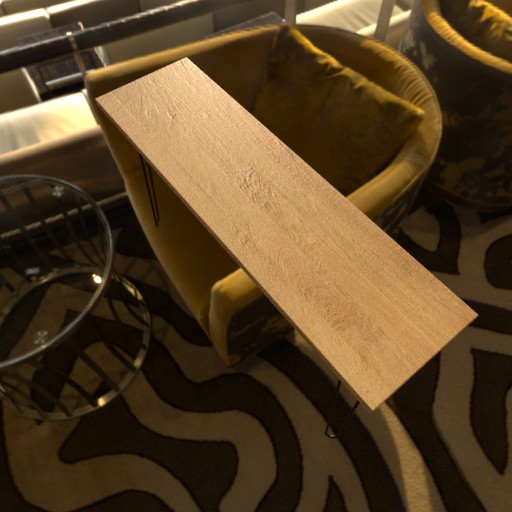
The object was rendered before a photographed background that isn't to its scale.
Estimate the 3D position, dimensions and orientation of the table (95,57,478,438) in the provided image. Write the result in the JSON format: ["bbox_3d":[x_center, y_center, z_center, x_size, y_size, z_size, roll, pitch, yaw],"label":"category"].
[{"bbox_3d":[0.000,0.000,1.734,0.399,0.799,1.400,-34,64,-19],"label":"table"}]
